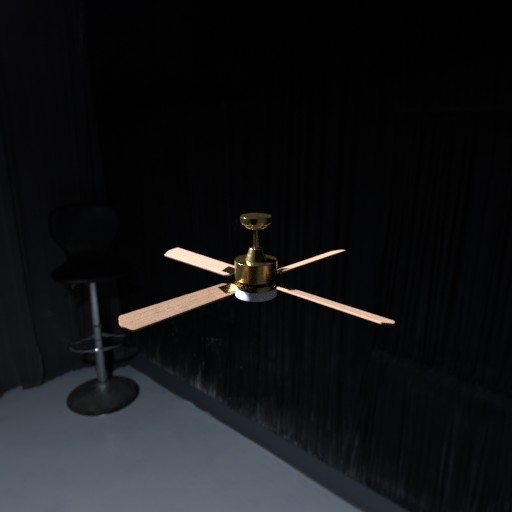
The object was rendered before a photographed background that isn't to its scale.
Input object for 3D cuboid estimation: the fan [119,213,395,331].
[{"bbox_3d":[0.000,0.000,1.933,1.320,0.355,1.320,15,22,42],"label":"fan"}]
